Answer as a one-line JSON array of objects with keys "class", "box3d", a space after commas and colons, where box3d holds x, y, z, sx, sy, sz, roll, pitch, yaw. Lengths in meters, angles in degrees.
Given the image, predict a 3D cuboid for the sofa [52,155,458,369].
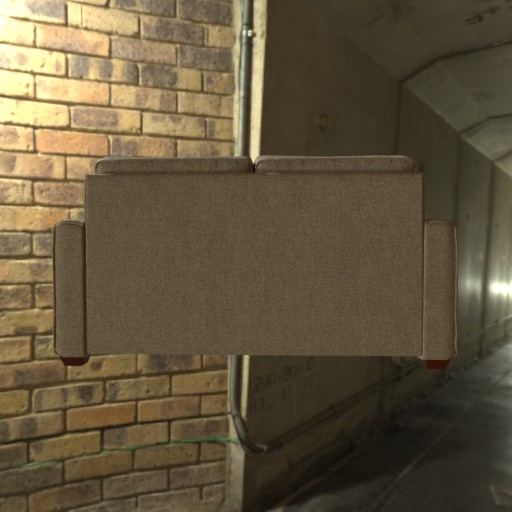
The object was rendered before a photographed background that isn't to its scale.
[{"class": "sofa", "box3d": [0.000, 0.000, 2.280, 1.706, 0.915, 0.945, 0, 2, 2]}]
